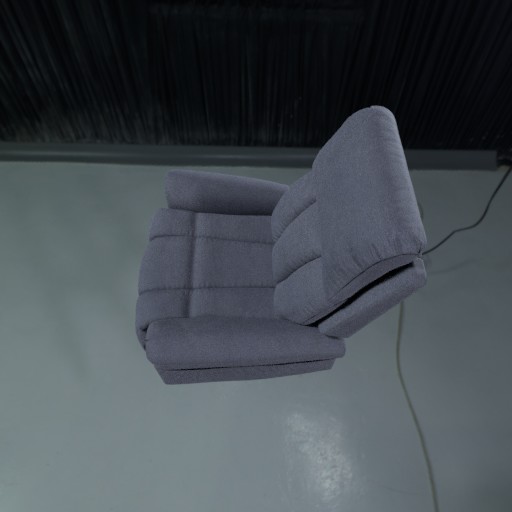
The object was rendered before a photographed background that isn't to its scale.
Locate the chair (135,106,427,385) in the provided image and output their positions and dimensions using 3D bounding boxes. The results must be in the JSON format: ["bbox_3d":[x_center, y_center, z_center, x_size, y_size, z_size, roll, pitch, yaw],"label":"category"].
[{"bbox_3d":[0.000,0.000,1.765,0.979,1.031,0.871,-1,58,0],"label":"chair"}]
